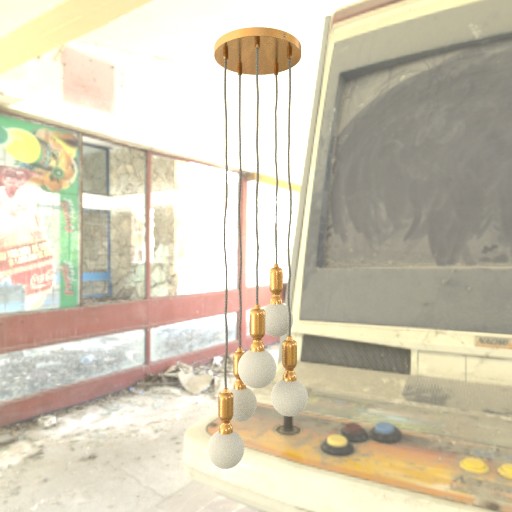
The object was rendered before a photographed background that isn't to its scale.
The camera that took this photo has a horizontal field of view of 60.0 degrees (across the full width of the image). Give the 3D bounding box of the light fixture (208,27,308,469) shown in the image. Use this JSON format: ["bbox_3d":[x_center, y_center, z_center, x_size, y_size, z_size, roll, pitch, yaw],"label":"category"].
[{"bbox_3d":[0.000,0.000,0.493,0.108,0.457,0.105,0,0,-35],"label":"light fixture"}]
